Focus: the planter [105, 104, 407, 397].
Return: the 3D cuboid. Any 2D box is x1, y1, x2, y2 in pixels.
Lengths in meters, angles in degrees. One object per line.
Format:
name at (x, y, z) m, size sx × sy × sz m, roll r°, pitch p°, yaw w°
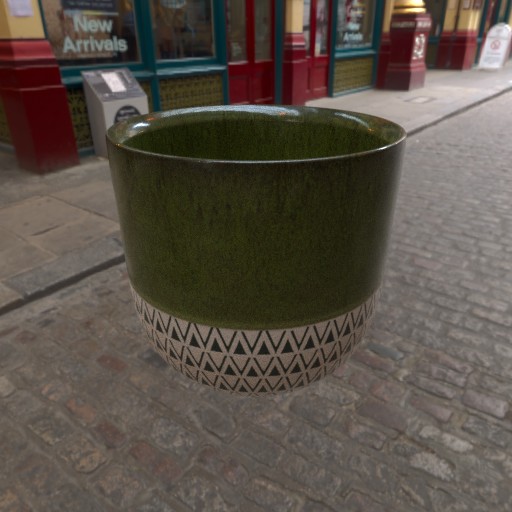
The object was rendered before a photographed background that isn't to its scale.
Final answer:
planter at (0.000, 0.000, 0.468) m, size 0.266 × 0.270 × 0.266 m, roll 0°, pitch 27°, yaw 0°
